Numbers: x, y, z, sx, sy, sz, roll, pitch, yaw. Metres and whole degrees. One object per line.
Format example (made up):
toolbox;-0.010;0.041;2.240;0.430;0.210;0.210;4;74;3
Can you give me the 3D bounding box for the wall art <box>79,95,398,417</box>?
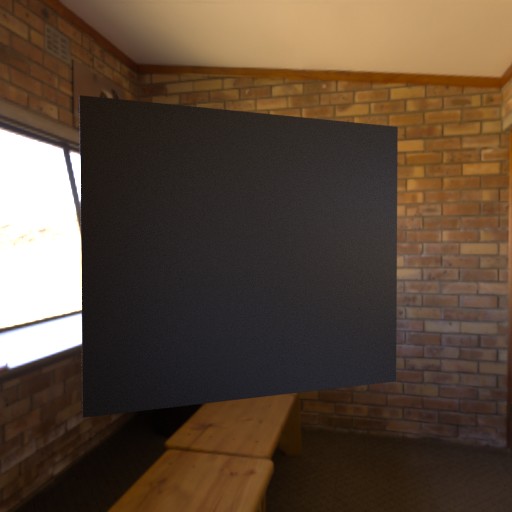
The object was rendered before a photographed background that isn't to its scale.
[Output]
wall art;0.000;0.000;0.521;0.383;0.332;0.012;0;1;-18
